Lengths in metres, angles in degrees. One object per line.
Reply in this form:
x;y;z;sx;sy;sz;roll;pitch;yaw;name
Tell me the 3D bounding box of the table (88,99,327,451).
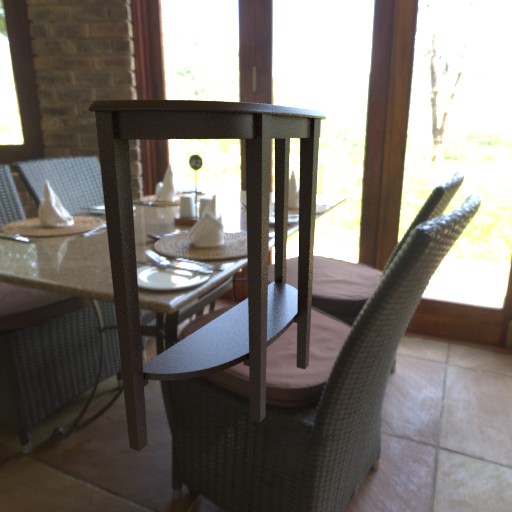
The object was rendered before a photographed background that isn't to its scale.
0.000;0.000;1.318;0.274;0.831;0.909;8;17;27;table
